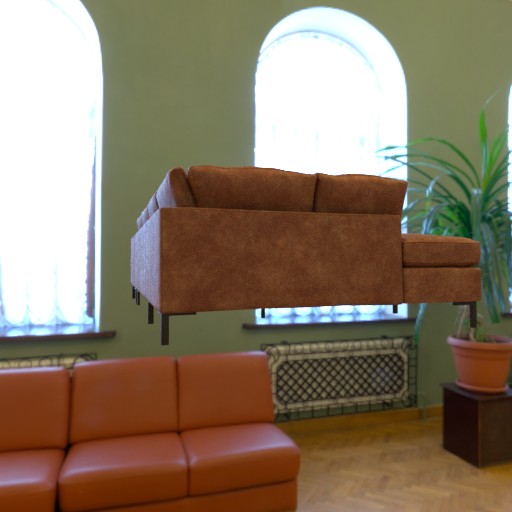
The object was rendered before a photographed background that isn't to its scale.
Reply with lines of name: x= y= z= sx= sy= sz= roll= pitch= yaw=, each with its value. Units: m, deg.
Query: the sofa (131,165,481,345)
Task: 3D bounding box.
sofa: x=0.000 y=0.000 z=3.778 sx=1.939 sy=0.900 sz=2.956 roll=0 pitch=-1 yaw=-18
